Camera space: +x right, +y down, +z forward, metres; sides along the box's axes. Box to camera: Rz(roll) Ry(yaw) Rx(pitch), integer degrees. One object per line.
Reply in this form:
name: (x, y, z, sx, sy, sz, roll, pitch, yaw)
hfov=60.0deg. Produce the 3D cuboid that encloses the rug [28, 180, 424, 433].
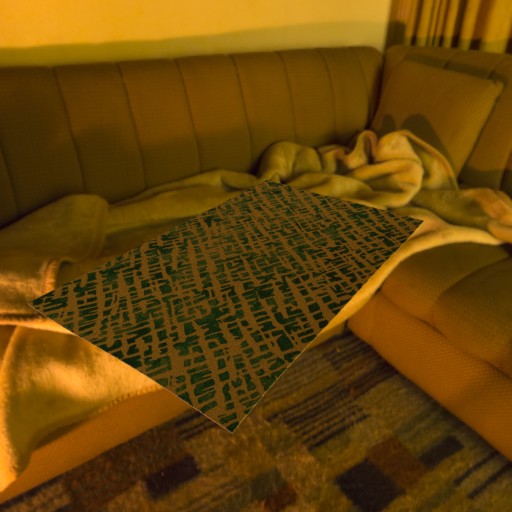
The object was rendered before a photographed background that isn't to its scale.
rug: (0.000, 0.000, 3.046, 1.520, 0.011, 2.447, 20, 36, 30)
